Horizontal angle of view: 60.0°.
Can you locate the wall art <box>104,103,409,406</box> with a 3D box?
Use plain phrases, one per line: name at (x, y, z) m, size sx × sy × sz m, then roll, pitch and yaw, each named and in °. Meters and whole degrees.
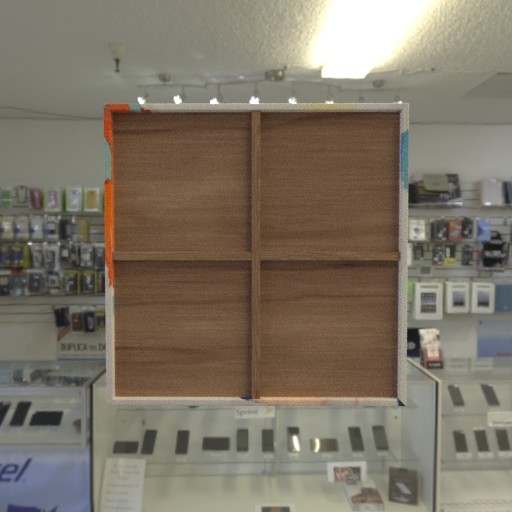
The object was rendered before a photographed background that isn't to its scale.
wall art at (0.000, 0.000, 1.209) m, size 0.814 × 0.814 × 0.037 m, roll 0°, pitch 2°, yaw 0°
